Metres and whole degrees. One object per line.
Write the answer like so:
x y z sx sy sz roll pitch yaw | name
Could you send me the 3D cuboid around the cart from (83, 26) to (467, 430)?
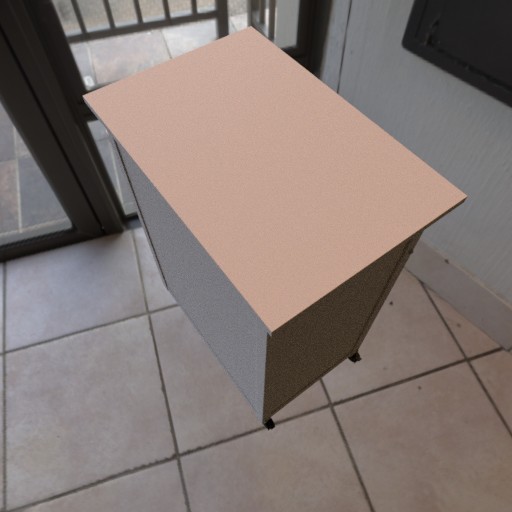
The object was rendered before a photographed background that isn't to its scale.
0.000 0.000 1.238 0.442 0.864 0.683 -32 63 -18 | cart
